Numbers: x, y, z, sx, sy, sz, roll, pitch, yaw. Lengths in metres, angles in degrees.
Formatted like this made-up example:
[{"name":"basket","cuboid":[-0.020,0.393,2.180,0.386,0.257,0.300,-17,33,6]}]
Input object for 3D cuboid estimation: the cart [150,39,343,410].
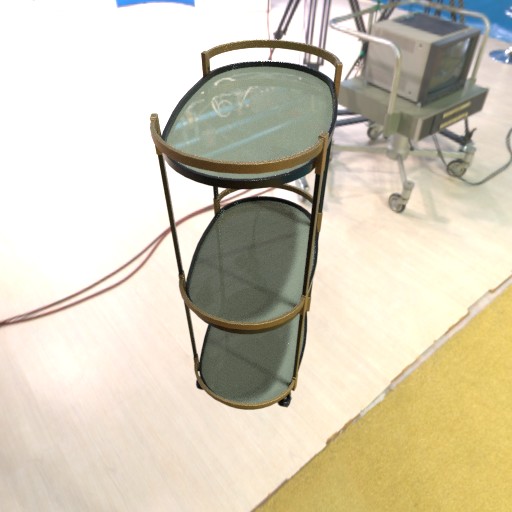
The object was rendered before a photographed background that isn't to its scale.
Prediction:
[{"name":"cart","cuboid":[0.000,0.000,1.135,0.311,0.885,0.515,9,45,9]}]
